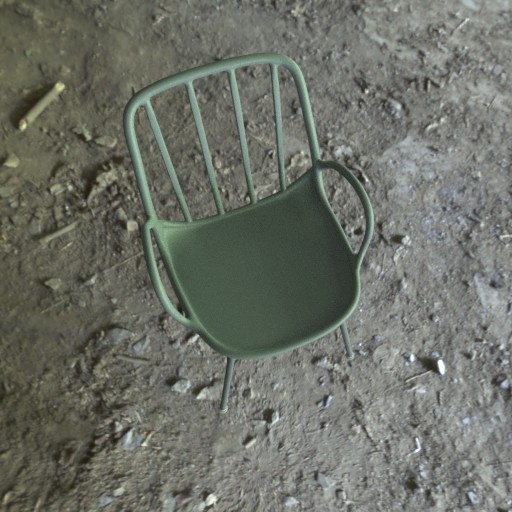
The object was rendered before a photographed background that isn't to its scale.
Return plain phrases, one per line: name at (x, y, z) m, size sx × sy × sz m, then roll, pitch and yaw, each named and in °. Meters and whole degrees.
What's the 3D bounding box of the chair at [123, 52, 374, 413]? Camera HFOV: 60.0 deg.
chair at (0.000, 0.000, 1.221) m, size 0.549 × 0.816 × 0.597 m, roll -20°, pitch 66°, yaw -9°
